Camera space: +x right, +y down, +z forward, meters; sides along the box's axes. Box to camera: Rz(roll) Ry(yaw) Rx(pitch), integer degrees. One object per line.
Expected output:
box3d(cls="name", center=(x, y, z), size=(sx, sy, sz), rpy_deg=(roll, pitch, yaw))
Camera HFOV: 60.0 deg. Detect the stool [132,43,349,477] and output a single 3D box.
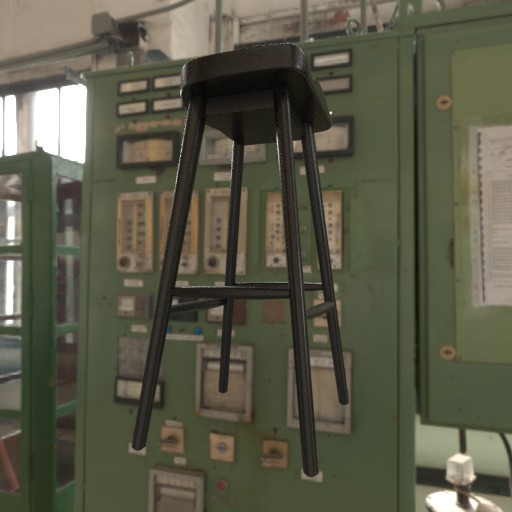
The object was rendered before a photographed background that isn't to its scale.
box3d(cls="stool", center=(0.000, 0.000, 1.003), size=(0.361, 0.749, 0.440), rpy_deg=(-1, -2, 19))
